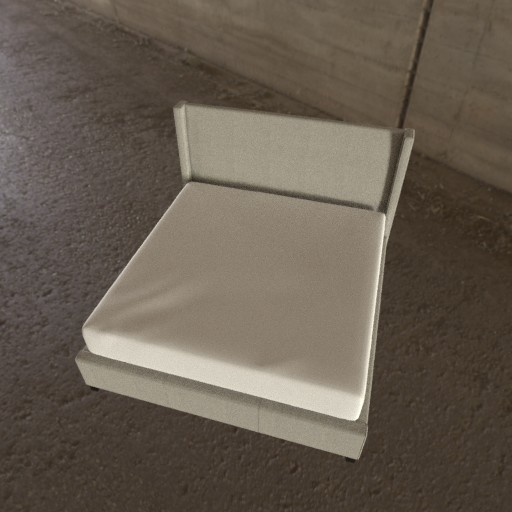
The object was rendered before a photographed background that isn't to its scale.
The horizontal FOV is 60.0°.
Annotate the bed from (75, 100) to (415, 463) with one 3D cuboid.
[{"bbox_3d":[0.000,0.000,3.643,2.140,1.470,2.280,11,43,12],"label":"bed"}]
